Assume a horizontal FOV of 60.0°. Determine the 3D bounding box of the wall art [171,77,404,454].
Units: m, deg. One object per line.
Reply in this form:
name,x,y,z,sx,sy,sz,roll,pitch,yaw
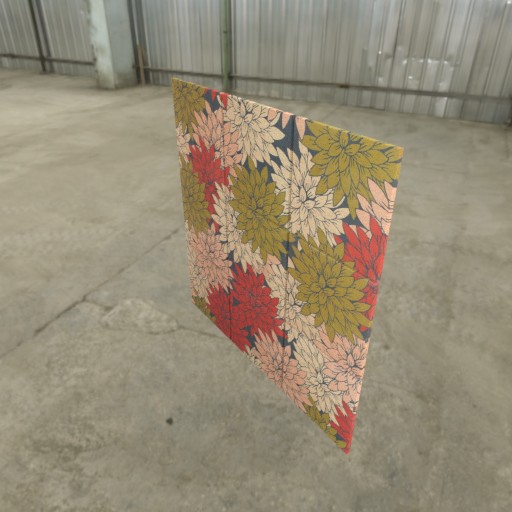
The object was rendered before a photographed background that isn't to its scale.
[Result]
wall art,0.000,0.000,1.369,0.013,0.913,0.904,-21,38,-31
